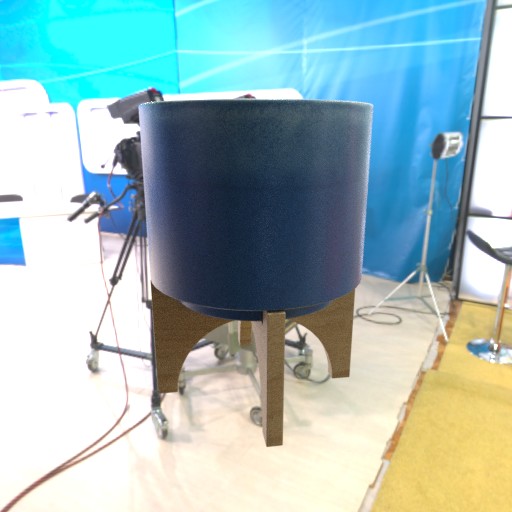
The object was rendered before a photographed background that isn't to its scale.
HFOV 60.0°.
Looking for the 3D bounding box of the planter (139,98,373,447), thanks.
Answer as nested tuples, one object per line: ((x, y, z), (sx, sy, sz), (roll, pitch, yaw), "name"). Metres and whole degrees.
((0.000, 0.000, 0.410), (0.192, 0.263, 0.192), (0, 16, 0), "planter")
